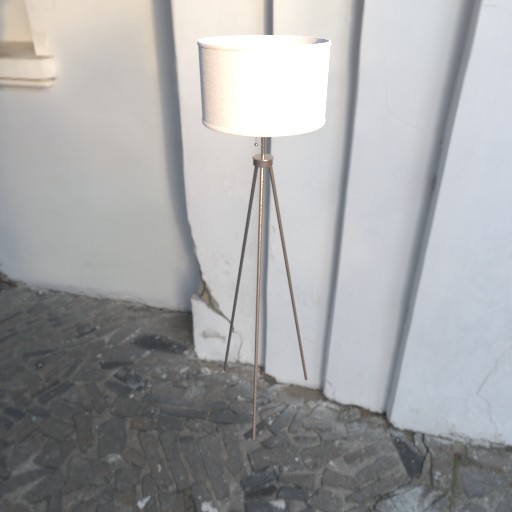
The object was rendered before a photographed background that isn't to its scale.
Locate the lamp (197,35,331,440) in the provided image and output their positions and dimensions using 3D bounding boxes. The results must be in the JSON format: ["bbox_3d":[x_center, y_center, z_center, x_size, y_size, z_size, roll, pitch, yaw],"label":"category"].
[{"bbox_3d":[0.000,0.000,1.757,0.458,1.545,0.448,18,35,28],"label":"lamp"}]
